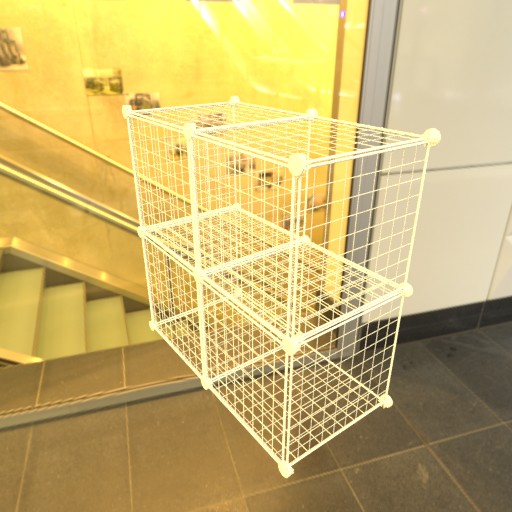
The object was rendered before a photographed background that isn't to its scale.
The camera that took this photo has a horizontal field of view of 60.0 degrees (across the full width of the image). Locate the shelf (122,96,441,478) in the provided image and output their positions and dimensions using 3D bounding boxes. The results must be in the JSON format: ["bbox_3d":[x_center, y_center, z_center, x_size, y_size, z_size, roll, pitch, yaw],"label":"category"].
[{"bbox_3d":[0.000,0.000,1.162,0.356,0.711,0.711,-18,31,-32],"label":"shelf"}]
